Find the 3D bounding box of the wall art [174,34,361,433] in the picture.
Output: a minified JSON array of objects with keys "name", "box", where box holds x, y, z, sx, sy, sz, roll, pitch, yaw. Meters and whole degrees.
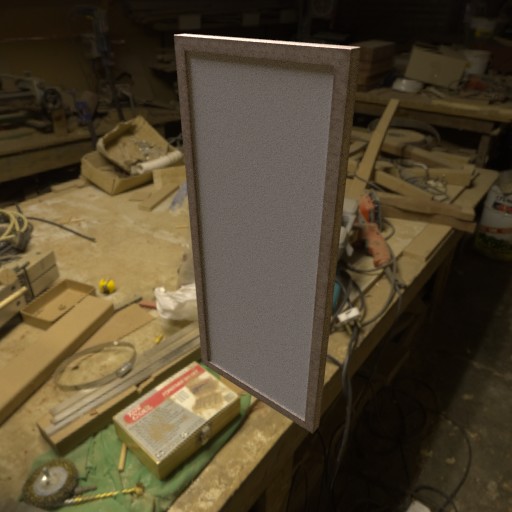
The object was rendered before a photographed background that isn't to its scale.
[{"name":"wall art","box":[0.000,0.000,1.663,0.648,1.461,0.051,22,37,33]}]
